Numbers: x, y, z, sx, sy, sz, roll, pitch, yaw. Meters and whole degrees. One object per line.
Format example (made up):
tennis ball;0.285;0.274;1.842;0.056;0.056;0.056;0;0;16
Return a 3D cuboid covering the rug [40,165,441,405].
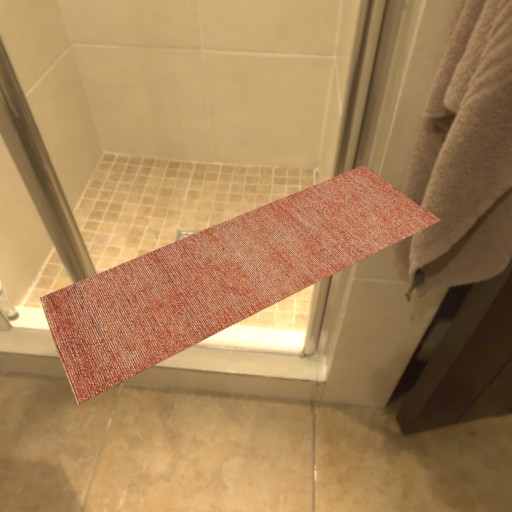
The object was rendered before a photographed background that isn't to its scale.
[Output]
rug;0.000;0.000;2.635;2.353;0.013;0.718;-24;52;-21
